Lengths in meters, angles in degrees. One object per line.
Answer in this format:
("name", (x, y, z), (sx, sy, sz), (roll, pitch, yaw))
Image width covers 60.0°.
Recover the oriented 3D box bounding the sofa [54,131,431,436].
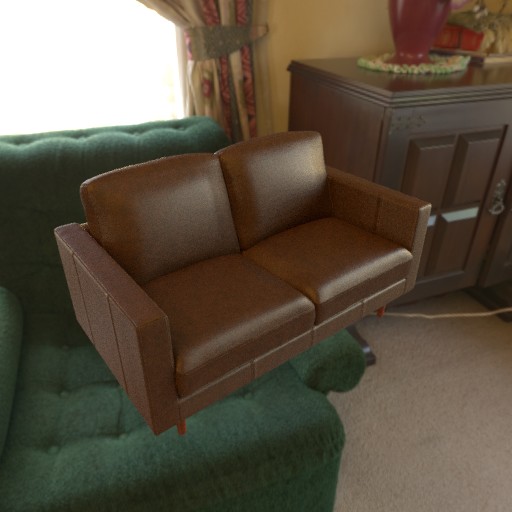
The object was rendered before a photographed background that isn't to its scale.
("sofa", (0.000, 0.000, 2.177), (1.578, 0.951, 0.909), (-21, 36, -32))
